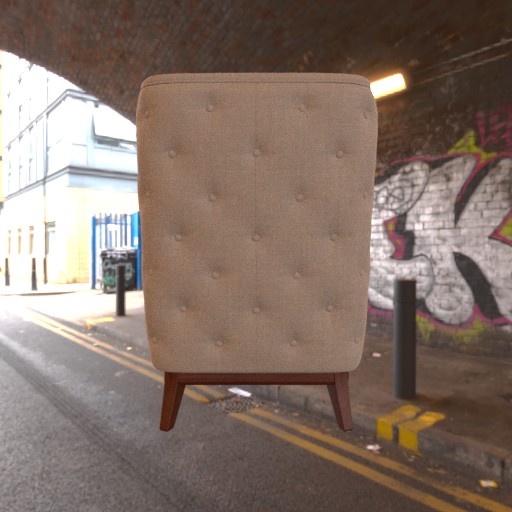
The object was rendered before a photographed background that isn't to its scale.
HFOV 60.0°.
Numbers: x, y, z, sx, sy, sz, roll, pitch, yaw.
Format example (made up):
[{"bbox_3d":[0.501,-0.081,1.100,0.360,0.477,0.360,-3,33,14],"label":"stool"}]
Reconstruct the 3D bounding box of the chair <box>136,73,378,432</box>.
[{"bbox_3d":[0.000,0.000,1.643,0.778,1.079,0.899,0,0,0],"label":"chair"}]
